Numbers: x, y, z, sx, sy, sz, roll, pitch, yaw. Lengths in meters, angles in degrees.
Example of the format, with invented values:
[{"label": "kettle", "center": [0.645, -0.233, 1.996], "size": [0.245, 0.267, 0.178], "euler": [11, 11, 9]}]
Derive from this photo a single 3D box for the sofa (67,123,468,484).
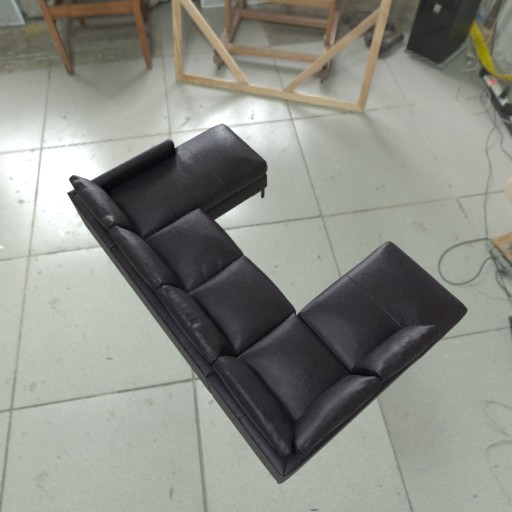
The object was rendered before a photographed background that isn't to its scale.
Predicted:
[{"label": "sofa", "center": [0.000, 0.000, 3.798], "size": [1.939, 0.900, 2.956], "euler": [-35, 65, -19]}]
